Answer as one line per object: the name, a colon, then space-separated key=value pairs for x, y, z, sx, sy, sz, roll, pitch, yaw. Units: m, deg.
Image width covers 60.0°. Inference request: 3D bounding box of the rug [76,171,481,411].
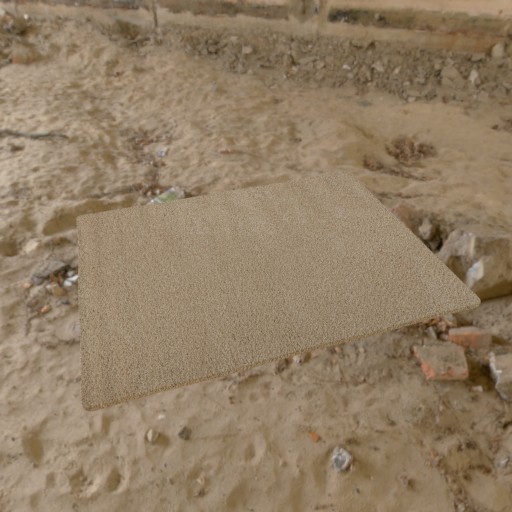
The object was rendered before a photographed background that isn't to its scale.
rug: x=0.000 y=0.000 z=2.092 sx=1.600 sy=0.025 sz=1.199 roll=-12 pitch=40 yaw=-14
